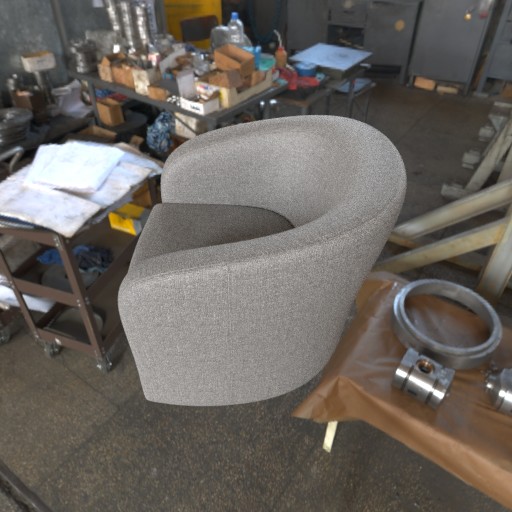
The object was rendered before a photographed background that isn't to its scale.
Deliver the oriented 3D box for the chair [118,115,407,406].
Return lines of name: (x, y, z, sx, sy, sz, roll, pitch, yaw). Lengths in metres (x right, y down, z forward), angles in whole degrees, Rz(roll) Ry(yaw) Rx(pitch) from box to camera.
chair: (0.000, 0.000, 1.475, 0.815, 0.771, 0.791, 1, 40, 1)
